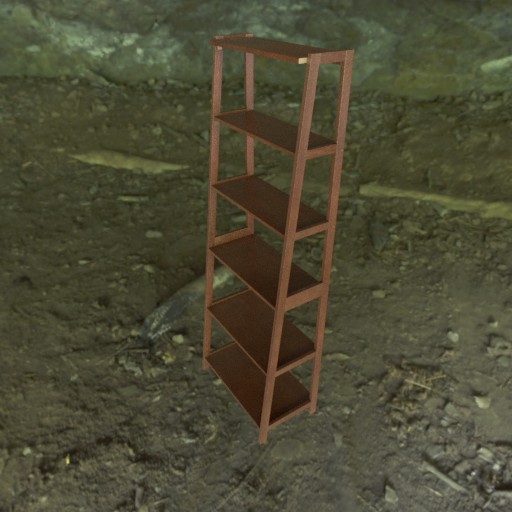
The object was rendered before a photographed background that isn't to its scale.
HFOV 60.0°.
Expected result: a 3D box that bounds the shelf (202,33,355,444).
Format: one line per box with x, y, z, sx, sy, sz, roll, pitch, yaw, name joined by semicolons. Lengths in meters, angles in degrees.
0.000;0.000;2.174;0.382;1.892;0.660;-19;37;-28;shelf
